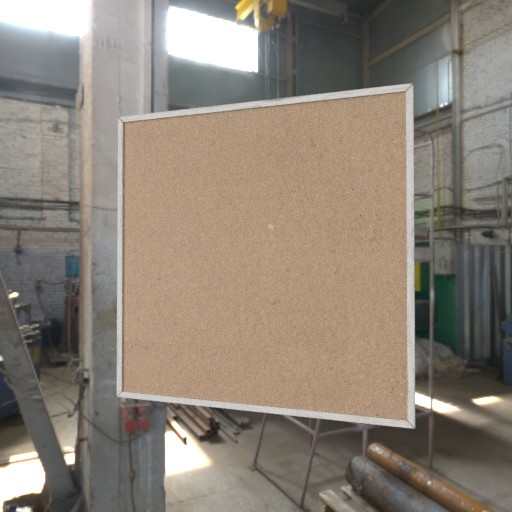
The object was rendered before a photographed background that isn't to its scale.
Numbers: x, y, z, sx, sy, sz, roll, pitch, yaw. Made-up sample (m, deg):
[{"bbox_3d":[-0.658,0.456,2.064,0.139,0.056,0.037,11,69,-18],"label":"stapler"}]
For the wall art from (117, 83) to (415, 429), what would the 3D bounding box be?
[{"bbox_3d":[0.000,0.000,0.454,0.305,0.305,0.038,0,-1,18],"label":"wall art"}]
